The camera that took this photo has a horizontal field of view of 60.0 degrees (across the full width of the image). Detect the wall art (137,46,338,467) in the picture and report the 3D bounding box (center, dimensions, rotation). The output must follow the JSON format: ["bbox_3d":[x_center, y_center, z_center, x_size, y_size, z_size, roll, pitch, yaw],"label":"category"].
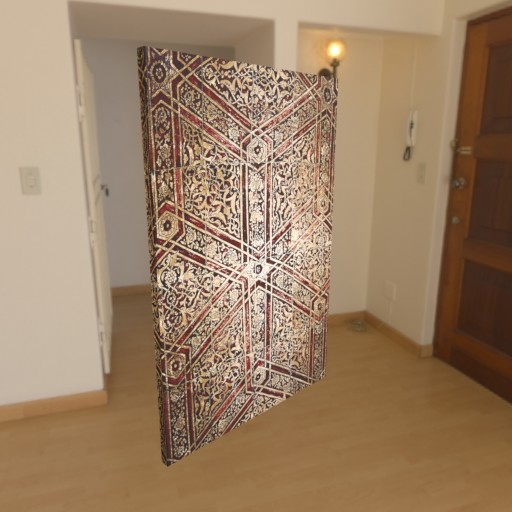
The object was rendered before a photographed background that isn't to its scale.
[{"bbox_3d":[0.000,0.000,0.752,0.397,0.599,0.020,-13,19,-42],"label":"wall art"}]
